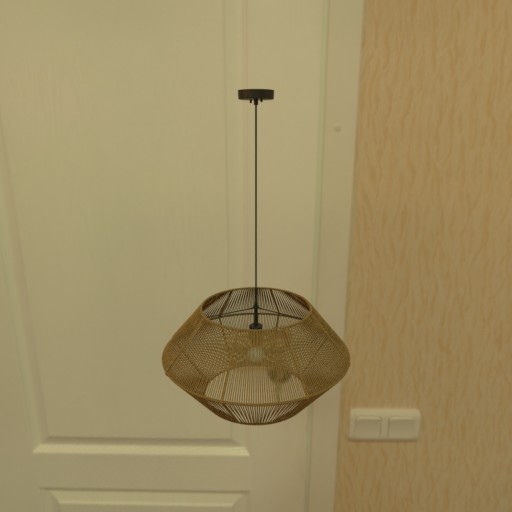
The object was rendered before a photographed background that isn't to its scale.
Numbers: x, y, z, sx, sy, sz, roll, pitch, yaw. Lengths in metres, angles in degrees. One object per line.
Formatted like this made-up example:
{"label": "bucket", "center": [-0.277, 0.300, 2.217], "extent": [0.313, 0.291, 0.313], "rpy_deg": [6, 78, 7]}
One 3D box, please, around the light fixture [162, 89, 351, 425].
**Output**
{"label": "light fixture", "center": [0.000, 0.000, 1.437], "extent": [0.643, 1.009, 0.643], "rpy_deg": [0, 16, 0]}
